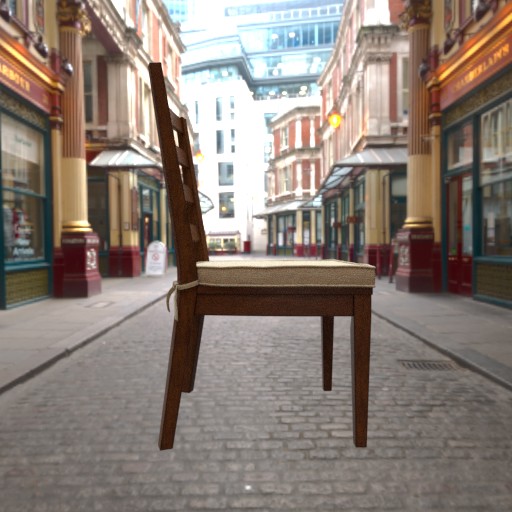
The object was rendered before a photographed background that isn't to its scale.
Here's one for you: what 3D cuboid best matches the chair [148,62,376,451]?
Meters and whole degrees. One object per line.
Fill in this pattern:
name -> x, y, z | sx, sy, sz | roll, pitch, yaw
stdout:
chair -> 0.000, 0.000, 1.366 | 0.595, 0.979, 0.593 | 0, 1, -2
